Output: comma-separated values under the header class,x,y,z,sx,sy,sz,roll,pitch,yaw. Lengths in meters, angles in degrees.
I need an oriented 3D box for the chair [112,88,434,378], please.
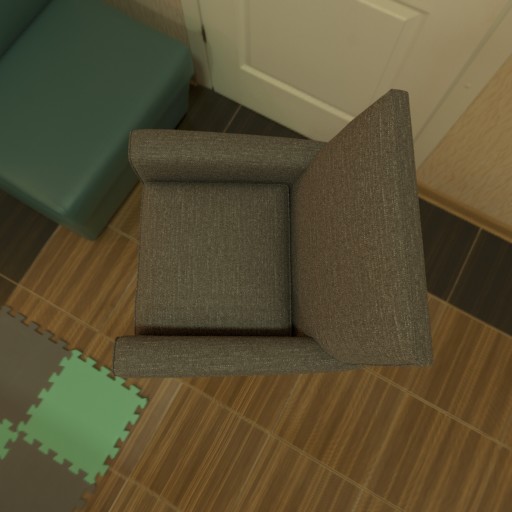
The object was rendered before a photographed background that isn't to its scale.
class,x,y,z,sx,sy,sz,roll,pitch,yaw
chair,0.000,0.000,1.587,0.875,0.885,0.838,0,76,0
